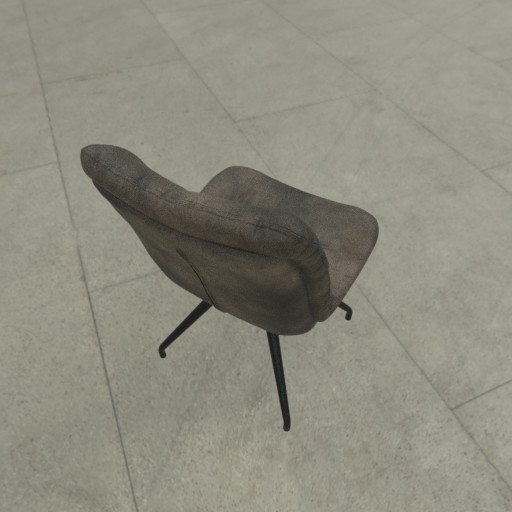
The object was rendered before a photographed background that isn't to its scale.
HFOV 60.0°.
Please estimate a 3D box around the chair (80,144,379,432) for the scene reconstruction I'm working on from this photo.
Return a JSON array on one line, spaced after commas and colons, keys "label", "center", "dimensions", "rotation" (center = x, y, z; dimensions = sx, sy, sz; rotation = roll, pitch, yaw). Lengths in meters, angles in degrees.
[{"label": "chair", "center": [0.000, 0.000, 1.229], "dimensions": [0.549, 0.870, 0.622], "rotation": [24, 52, 20]}]
